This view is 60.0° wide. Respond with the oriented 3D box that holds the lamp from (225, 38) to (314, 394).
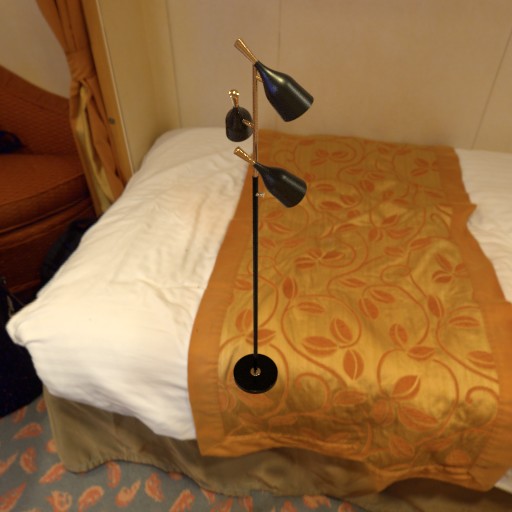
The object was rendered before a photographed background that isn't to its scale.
[{"bbox_3d":[0.000,0.000,1.920,0.253,1.778,0.434,-25,47,-26],"label":"lamp"}]
